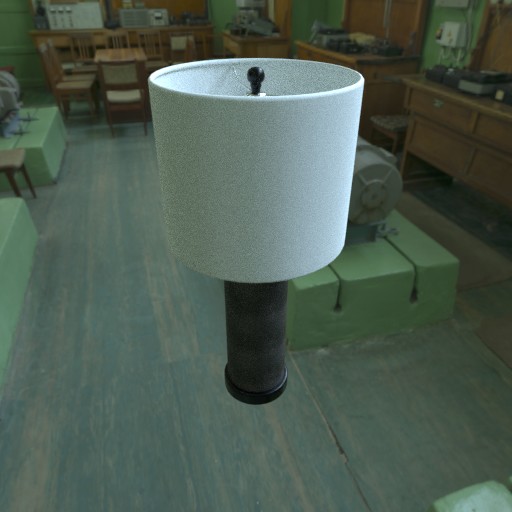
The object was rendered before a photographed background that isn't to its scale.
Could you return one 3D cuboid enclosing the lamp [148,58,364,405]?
[{"bbox_3d":[0.000,0.000,0.798,0.305,0.634,0.305,-10,33,-15],"label":"lamp"}]
